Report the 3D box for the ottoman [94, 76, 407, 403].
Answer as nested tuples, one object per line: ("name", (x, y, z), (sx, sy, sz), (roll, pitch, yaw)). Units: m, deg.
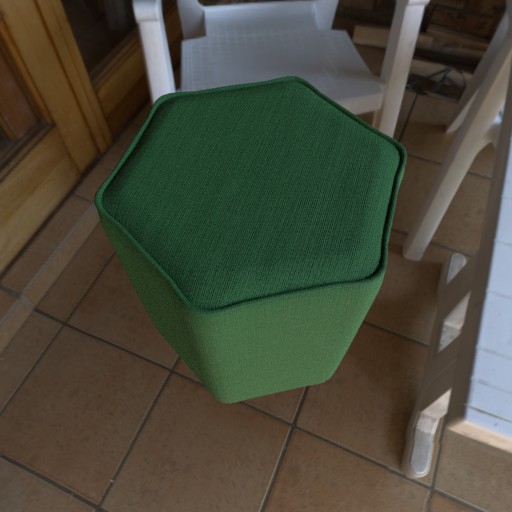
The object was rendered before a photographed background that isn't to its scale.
("ottoman", (0.000, 0.000, 0.888), (0.444, 0.507, 0.499), (15, 60, 9))
